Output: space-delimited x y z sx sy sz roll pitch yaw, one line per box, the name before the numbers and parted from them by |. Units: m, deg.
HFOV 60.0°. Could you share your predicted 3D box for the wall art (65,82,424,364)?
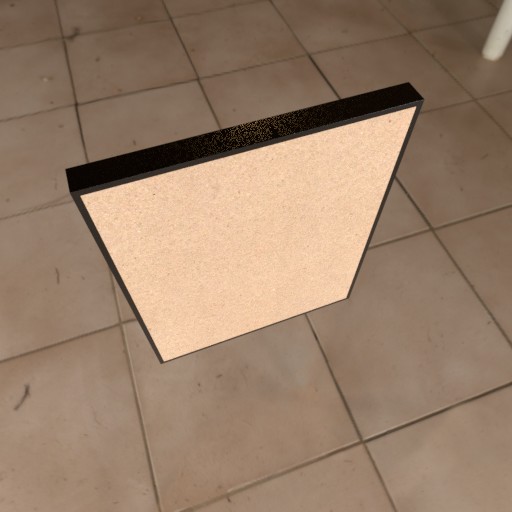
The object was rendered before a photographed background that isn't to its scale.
wall art | 0.000 0.000 0.766 0.448 0.551 0.038 -18 59 -11
